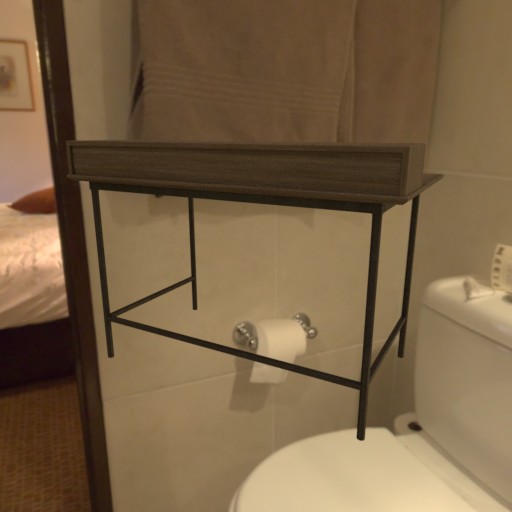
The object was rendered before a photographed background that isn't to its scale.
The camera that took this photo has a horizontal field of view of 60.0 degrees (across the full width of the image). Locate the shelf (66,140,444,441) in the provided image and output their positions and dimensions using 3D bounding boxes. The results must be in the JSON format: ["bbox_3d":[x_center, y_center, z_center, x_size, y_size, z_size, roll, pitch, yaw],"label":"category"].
[{"bbox_3d":[0.000,0.000,1.719,1.212,0.865,0.685,8,18,28],"label":"shelf"}]
